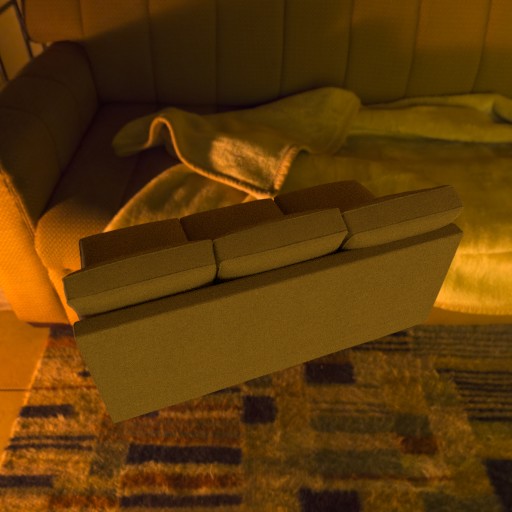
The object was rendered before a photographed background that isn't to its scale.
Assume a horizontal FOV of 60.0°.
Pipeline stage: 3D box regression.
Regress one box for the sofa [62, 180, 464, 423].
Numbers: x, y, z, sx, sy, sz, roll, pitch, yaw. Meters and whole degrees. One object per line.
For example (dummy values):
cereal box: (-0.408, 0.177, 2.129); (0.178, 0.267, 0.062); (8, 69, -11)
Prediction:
sofa: (0.000, 0.000, 2.772); (2.092, 1.036, 1.127); (-14, 44, -15)
